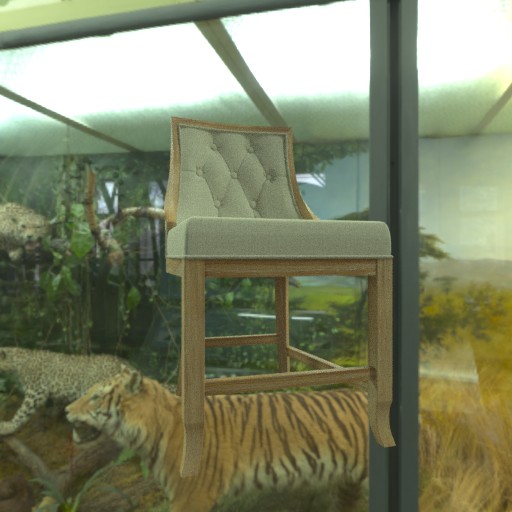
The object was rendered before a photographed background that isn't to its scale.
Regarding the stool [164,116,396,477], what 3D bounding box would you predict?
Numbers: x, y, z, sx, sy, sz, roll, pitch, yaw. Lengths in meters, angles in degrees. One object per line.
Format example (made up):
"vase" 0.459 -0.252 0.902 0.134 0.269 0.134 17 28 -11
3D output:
"stool" 0.000 0.000 1.307 0.524 0.938 0.626 0 0 -17
